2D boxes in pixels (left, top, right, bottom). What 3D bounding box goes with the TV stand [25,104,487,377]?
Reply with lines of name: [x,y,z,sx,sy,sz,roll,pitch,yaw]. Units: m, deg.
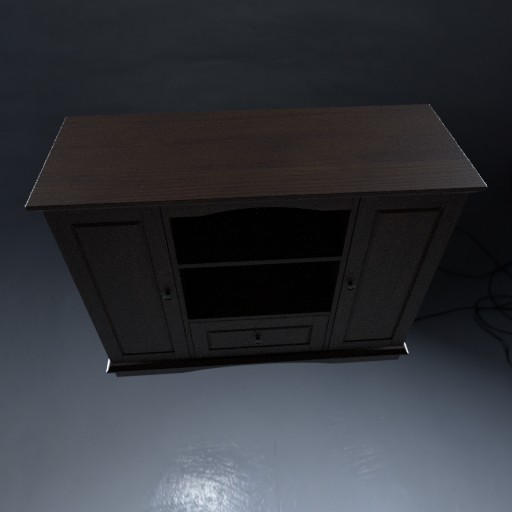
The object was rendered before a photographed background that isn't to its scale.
TV stand: [0.000,0.000,1.452,1.067,0.813,0.406,-3,46,-3]
